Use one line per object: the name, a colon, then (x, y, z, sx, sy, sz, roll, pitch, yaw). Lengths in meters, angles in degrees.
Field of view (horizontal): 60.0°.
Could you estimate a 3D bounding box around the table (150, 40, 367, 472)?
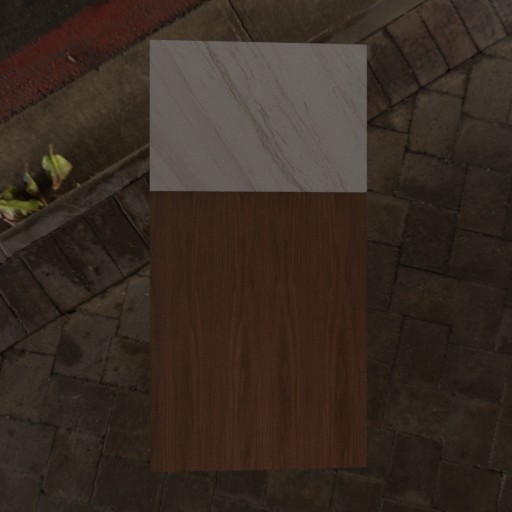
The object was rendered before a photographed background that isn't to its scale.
table: (0.000, 0.000, 1.886, 0.789, 0.551, 1.553, 0, 90, -3)
